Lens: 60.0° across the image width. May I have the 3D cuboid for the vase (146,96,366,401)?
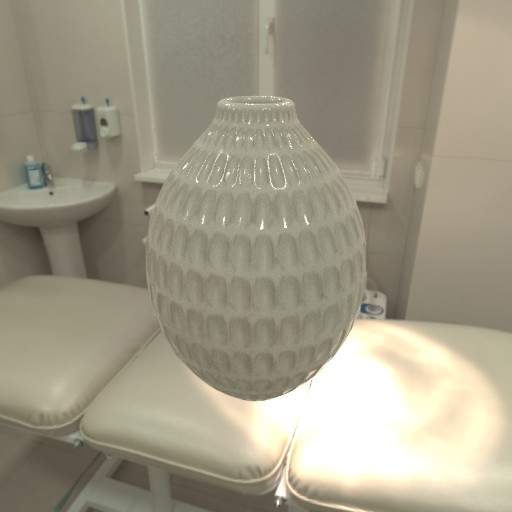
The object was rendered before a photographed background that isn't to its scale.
[{"bbox_3d":[0.000,0.000,0.333,0.162,0.223,0.162,0,26,0],"label":"vase"}]
